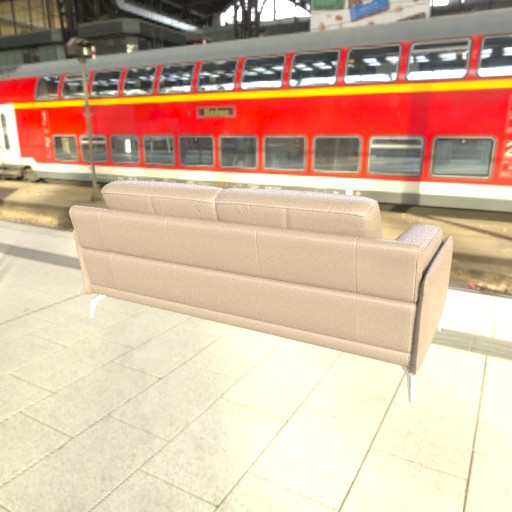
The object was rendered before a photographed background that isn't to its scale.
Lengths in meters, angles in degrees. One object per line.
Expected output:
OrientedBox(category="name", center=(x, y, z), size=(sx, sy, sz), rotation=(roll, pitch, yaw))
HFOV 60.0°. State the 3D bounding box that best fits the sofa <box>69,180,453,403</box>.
OrientedBox(category="sofa", center=(0.000, 0.000, 2.657), size=(2.101, 0.930, 1.049), rotation=(8, 18, 27))
